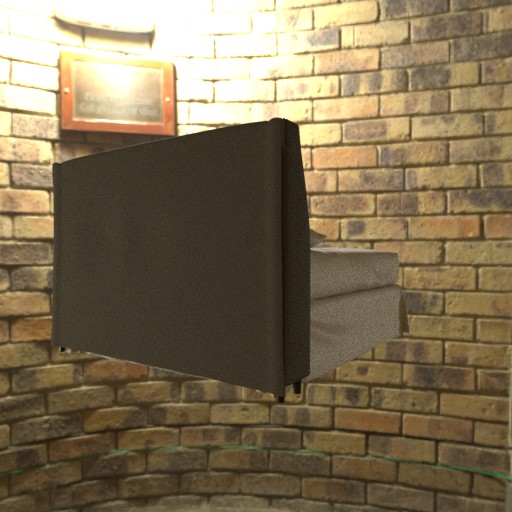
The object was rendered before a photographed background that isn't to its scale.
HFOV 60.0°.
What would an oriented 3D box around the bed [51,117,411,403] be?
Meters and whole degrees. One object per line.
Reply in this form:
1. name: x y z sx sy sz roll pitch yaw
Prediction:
1. bed: 0.000 0.000 3.459 1.925 1.332 2.276 1 1 35
